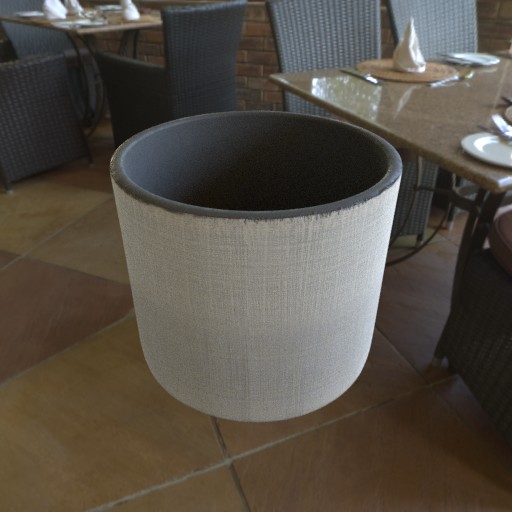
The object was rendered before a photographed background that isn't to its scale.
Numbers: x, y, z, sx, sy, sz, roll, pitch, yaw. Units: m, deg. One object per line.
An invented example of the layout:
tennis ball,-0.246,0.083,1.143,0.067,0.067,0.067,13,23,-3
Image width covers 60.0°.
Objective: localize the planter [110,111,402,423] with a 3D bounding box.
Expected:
planter,0.000,0.000,0.402,0.226,0.201,0.226,0,34,0
